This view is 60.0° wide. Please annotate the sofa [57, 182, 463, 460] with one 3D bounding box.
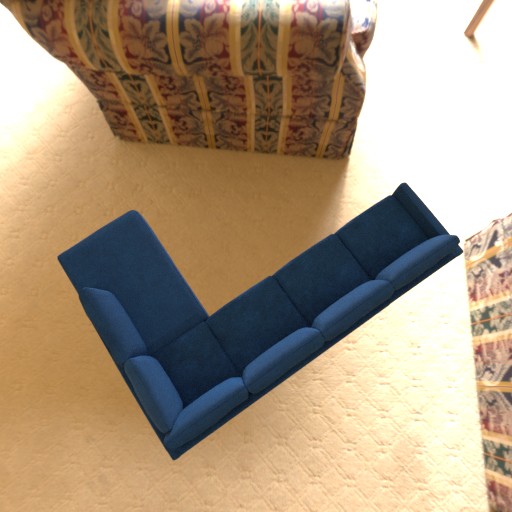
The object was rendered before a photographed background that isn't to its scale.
[{"bbox_3d":[0.000,0.000,3.312,2.486,0.687,1.707,-33,77,-9],"label":"sofa"}]
